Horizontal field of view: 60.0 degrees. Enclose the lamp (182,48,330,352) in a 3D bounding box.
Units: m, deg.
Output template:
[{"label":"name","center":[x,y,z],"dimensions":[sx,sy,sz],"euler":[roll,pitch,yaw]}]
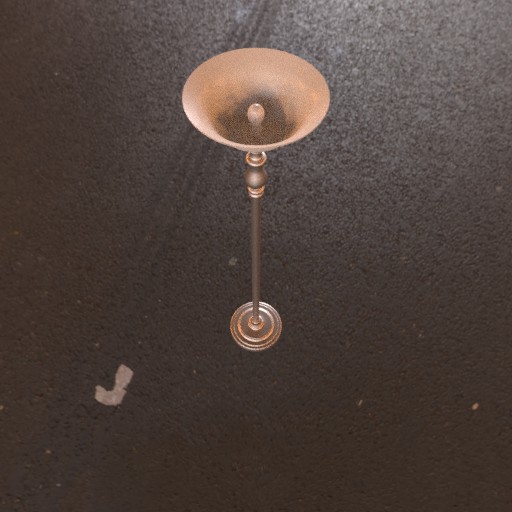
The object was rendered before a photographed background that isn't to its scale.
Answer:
[{"label":"lamp","center":[0.000,0.000,1.982],"dimensions":[0.405,1.771,0.405],"euler":[-33,65,-18]}]
